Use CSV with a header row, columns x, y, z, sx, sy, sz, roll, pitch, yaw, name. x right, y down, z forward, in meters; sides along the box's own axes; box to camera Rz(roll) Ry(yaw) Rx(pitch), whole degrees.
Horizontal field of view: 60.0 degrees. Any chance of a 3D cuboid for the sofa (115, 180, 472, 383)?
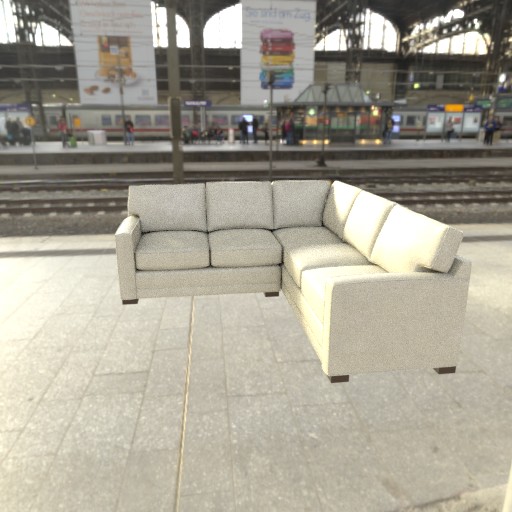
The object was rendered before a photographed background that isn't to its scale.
x,y,z,sx,sy,sz,roll,pitch,yaw,name
0.000,0.000,3.441,2.188,0.936,2.211,-2,17,-8,sofa
